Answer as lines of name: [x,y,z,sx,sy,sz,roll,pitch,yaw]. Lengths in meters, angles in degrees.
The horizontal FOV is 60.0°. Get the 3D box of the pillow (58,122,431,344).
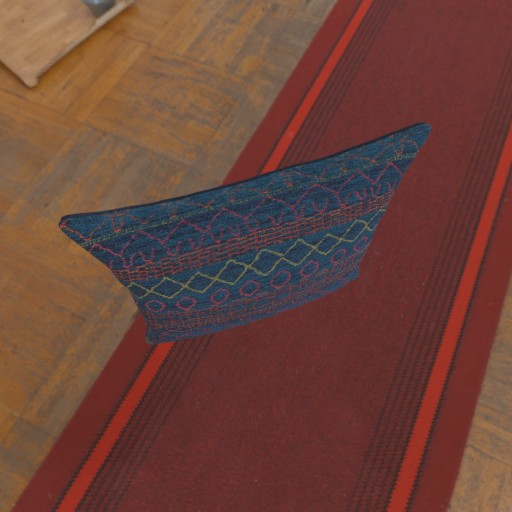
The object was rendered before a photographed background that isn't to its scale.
pillow: [0.000,0.000,0.670,0.431,0.431,0.141,-17,64,-8]
